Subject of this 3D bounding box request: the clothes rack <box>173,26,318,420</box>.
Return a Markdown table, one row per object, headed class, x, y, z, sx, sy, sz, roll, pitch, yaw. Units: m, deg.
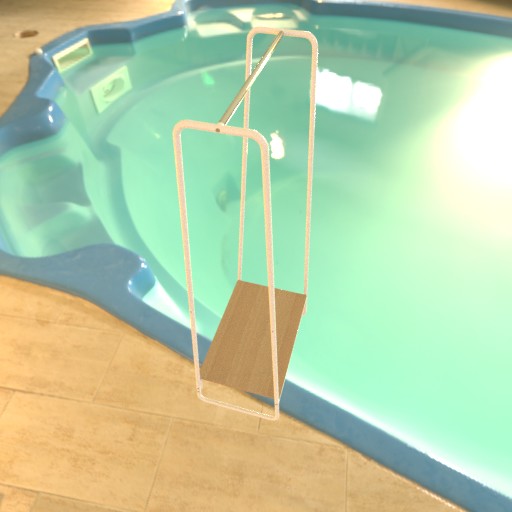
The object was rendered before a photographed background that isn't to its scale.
| class | x | y | z | sx | sy | sz | roll | pitch | yaw |
| --- | --- | --- | --- | --- | --- | --- | --- | --- | --- |
| clothes rack | 0.000 | 0.000 | 1.769 | 0.400 | 1.500 | 0.640 | 12 | 48 | 11 |
